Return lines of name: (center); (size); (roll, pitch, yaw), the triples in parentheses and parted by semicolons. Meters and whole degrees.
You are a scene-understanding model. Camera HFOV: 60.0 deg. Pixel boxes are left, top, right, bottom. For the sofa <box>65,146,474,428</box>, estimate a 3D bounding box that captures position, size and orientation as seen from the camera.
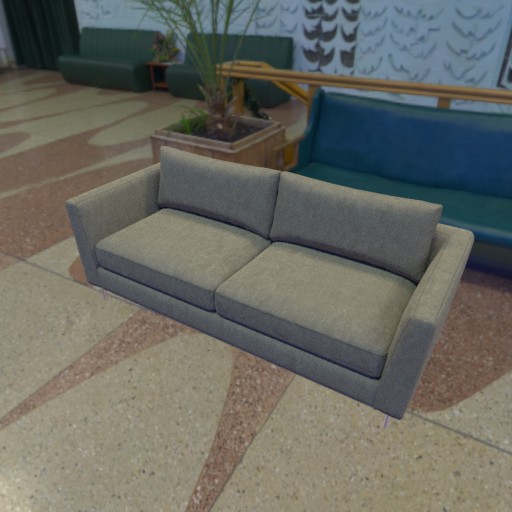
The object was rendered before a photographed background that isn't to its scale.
sofa: (0.000, 0.000, 2.558); (2.121, 0.864, 0.889); (18, 35, 27)
